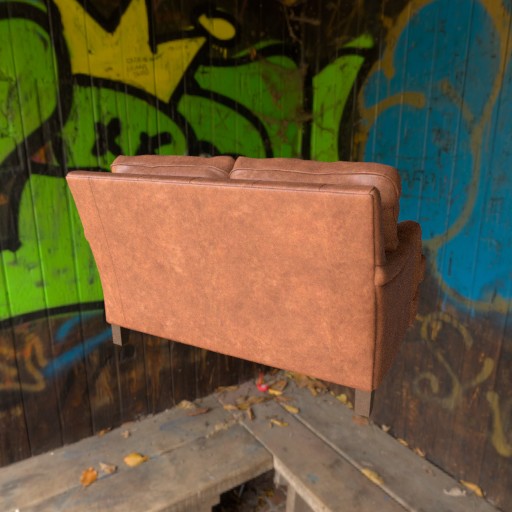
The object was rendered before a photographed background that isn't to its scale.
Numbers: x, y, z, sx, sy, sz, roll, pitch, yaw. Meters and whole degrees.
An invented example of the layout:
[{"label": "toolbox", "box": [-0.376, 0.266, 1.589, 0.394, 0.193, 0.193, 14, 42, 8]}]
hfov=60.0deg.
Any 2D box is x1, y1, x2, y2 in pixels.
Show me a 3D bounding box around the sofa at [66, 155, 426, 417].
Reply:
[{"label": "sofa", "box": [0.000, 0.000, 2.254, 1.527, 1.004, 1.077, 8, 17, 27]}]
